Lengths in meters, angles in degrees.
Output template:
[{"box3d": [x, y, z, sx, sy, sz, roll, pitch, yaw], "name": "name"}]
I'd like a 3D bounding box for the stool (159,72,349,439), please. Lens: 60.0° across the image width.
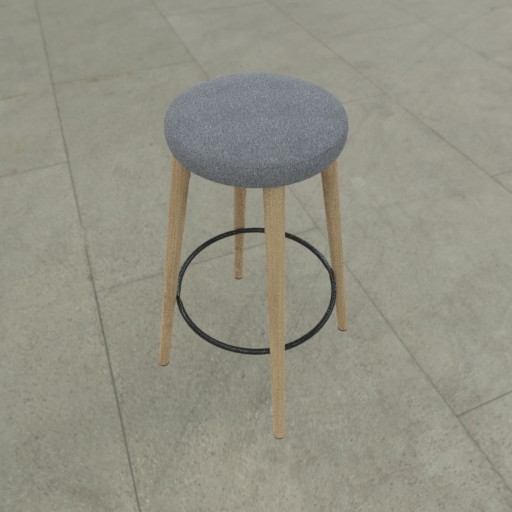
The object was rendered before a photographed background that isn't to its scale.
[{"box3d": [0.000, 0.000, 1.031, 0.410, 0.770, 0.410, 25, 52, 21], "name": "stool"}]
